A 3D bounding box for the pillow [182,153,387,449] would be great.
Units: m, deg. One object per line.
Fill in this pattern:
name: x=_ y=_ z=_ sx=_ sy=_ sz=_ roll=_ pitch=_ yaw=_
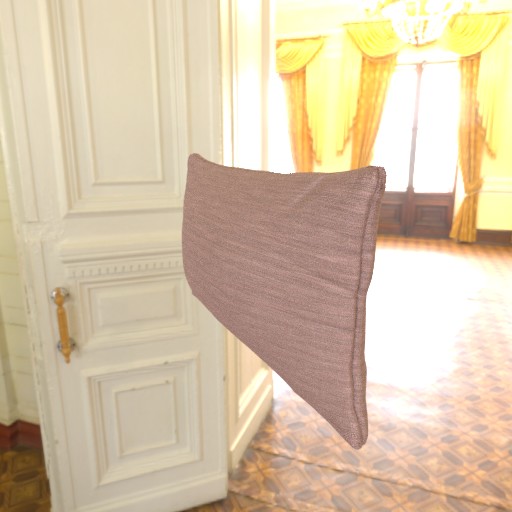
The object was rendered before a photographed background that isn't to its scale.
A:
pillow: x=0.000 y=0.000 z=0.773 sx=0.210 sy=0.338 sz=0.633 roll=-7 pitch=16 yaw=-25
